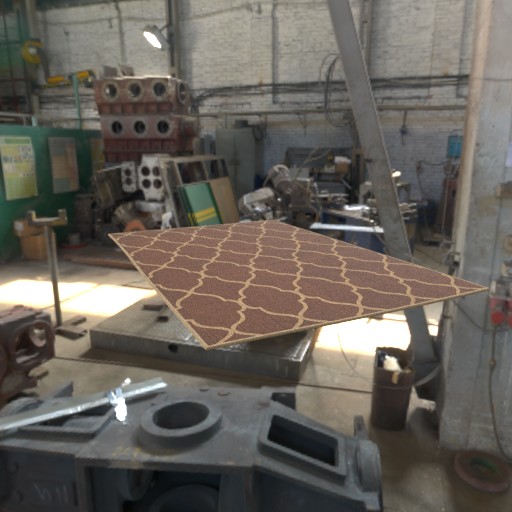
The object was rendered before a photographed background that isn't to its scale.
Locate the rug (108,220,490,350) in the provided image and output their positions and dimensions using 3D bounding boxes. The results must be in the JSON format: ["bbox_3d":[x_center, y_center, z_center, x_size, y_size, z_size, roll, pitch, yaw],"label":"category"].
[{"bbox_3d":[0.000,0.000,2.896,1.526,0.014,2.290,-7,16,-26],"label":"rug"}]
